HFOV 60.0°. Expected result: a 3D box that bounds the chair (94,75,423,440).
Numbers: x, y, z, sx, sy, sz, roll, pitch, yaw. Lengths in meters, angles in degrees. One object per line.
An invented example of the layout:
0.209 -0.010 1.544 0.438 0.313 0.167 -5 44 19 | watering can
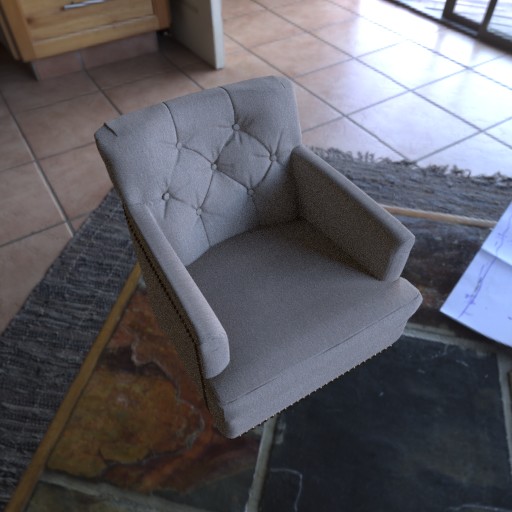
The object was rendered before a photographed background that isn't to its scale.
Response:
0.000 0.000 1.529 0.737 0.823 0.902 -24 52 -20 | chair
